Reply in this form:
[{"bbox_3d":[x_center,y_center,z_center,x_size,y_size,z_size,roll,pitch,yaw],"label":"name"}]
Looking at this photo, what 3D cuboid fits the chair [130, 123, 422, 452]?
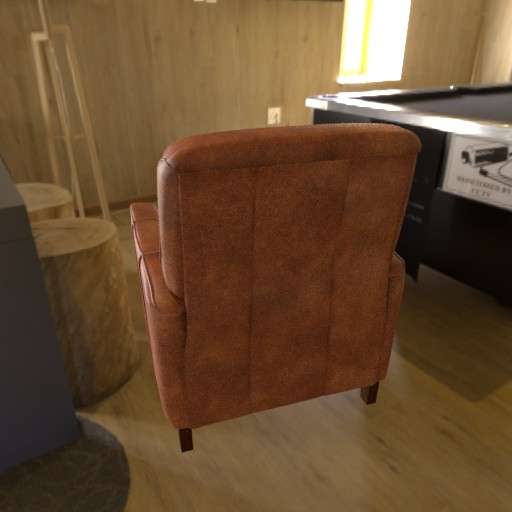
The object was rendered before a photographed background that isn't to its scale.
[{"bbox_3d":[0.000,0.000,1.633,0.843,1.043,0.836,-8,27,-16],"label":"chair"}]
